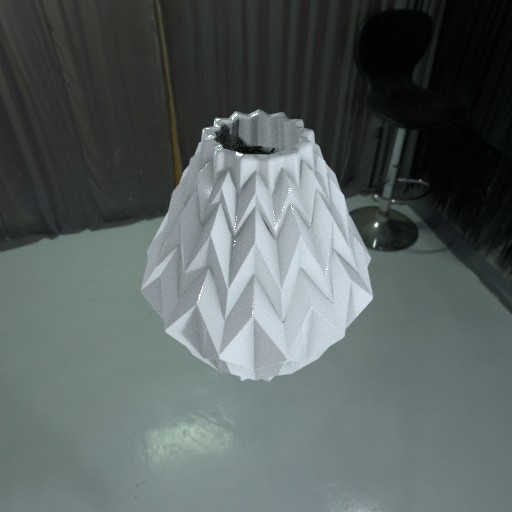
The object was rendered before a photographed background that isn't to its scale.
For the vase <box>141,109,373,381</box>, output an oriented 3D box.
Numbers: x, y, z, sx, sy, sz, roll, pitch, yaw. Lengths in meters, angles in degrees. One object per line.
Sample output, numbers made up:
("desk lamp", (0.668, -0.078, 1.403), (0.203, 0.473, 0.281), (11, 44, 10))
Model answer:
("vase", (0.000, 0.000, 0.310), (0.164, 0.185, 0.164), (0, 41, 0))
